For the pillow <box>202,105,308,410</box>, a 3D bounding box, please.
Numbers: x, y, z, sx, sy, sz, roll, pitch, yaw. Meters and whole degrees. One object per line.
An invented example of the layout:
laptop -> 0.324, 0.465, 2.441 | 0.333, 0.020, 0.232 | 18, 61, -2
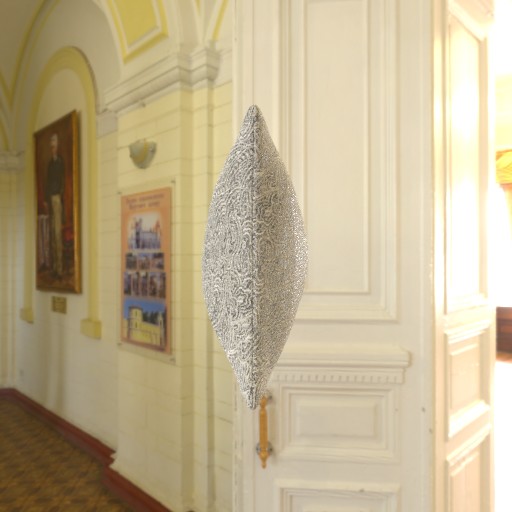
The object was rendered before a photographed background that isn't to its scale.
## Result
pillow -> 0.000, 0.000, 0.729 | 0.151, 0.295, 0.615 | 0, 0, 0
